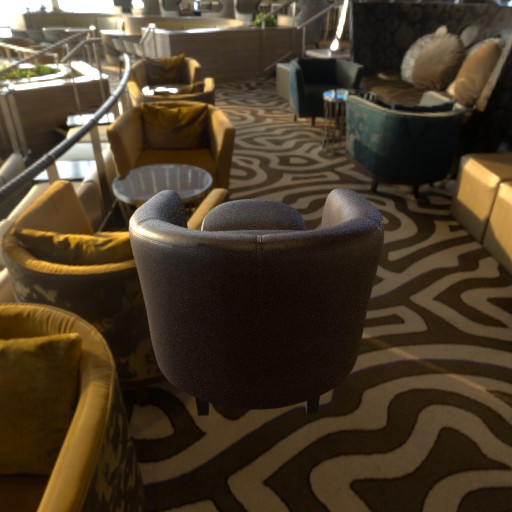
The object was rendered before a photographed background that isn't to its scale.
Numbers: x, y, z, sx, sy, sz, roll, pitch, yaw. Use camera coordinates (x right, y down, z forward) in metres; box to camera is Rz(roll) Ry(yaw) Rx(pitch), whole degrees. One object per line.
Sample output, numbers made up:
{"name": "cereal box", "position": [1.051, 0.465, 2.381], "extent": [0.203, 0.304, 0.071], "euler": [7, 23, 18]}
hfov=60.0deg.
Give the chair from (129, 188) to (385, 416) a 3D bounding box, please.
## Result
{"name": "chair", "position": [0.000, 0.000, 1.654], "extent": [0.737, 0.755, 1.176], "euler": [-1, 31, -1]}
